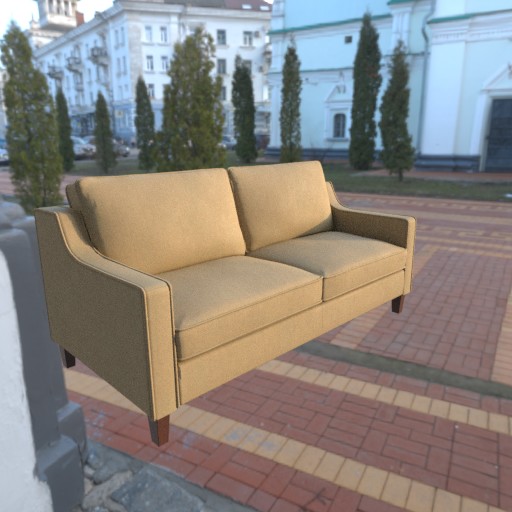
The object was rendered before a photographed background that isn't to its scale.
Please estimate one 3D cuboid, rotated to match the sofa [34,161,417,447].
[{"bbox_3d":[0.000,0.000,2.741,2.178,1.071,1.066,-14,21,-43],"label":"sofa"}]
